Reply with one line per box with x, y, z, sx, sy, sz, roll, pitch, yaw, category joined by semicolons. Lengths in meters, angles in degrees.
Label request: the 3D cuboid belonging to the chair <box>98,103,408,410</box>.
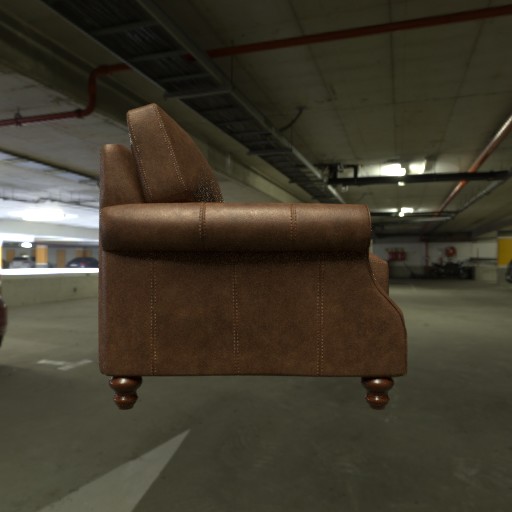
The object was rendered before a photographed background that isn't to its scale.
0.000;0.000;1.770;1.002;0.976;0.996;0;-1;0;chair
